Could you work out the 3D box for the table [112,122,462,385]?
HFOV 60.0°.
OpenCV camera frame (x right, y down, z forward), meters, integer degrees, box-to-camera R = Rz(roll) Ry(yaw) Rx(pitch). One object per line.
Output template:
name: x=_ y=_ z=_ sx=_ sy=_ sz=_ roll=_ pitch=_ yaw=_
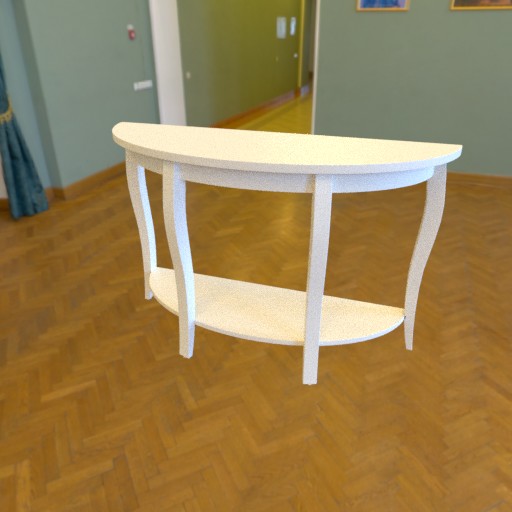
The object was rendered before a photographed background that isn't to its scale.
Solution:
table: x=0.000 y=0.000 z=1.560 sx=1.219 sy=0.780 sz=0.394 roll=9 pitch=28 yaw=16
